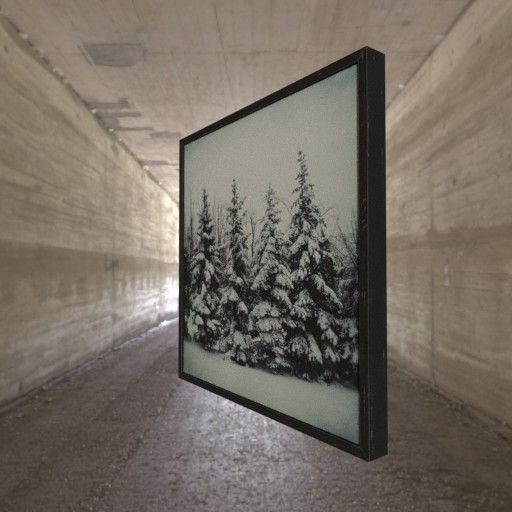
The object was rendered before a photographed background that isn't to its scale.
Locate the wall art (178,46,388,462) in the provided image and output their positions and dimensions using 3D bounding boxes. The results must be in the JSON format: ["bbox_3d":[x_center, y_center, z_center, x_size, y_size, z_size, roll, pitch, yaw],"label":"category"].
[{"bbox_3d":[0.000,0.000,0.751,0.036,0.506,0.506,1,-2,-36],"label":"wall art"}]
